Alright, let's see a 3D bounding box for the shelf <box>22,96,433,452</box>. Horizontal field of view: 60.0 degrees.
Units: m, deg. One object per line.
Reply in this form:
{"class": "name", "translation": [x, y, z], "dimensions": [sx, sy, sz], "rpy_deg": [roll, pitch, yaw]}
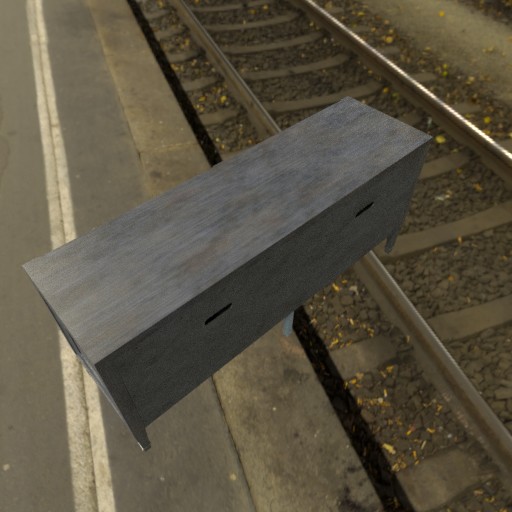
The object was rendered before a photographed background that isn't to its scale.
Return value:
{"class": "shelf", "translation": [0.000, 0.000, 1.896], "dimensions": [1.575, 0.719, 0.479], "rpy_deg": [-34, 56, -27]}
